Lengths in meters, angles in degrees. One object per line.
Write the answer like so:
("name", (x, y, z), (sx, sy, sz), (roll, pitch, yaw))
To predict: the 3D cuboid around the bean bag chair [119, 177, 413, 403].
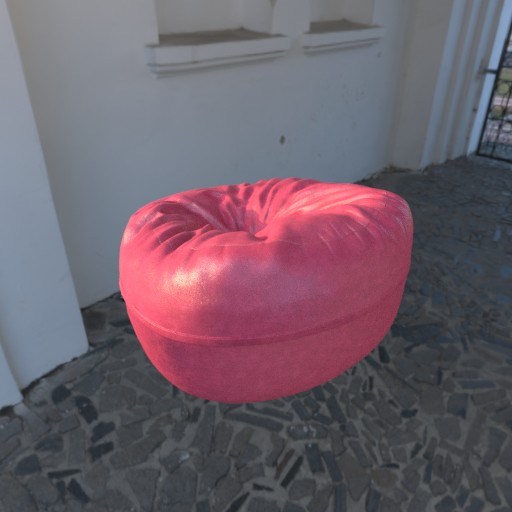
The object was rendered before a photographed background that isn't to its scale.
("bean bag chair", (0.000, 0.000, 2.433), (1.524, 0.878, 1.524), (-18, 34, -28))
